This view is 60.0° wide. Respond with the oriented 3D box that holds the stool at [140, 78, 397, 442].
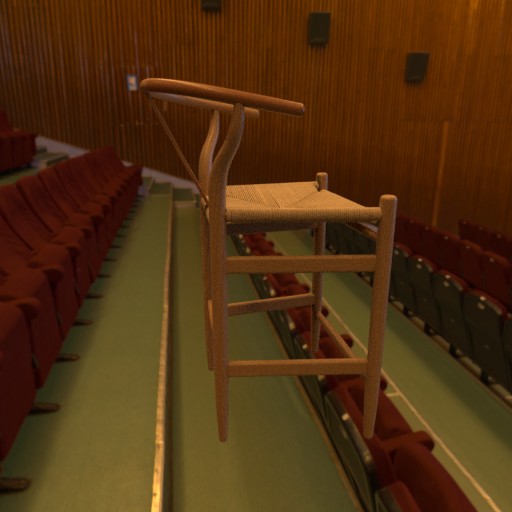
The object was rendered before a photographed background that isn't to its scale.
[{"bbox_3d":[0.000,0.000,1.263,0.575,0.923,0.536,-3,17,-10],"label":"stool"}]
